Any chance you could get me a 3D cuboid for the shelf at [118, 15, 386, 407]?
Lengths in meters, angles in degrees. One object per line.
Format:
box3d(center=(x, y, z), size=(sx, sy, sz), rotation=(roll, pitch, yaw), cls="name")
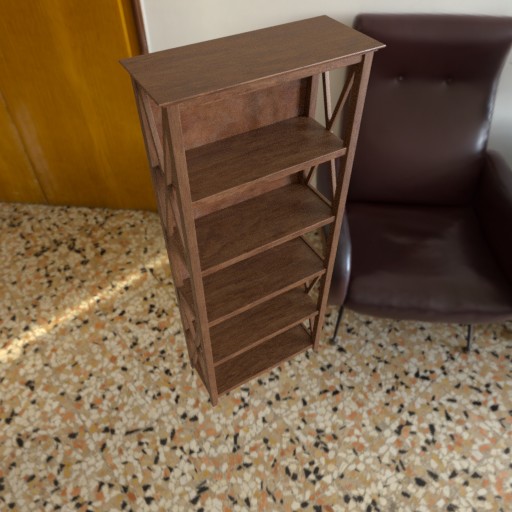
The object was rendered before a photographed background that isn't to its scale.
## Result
box3d(center=(0.000, 0.000, 2.119), size=(0.805, 1.905, 0.335), rotation=(-23, 51, -21), cls="shelf")
